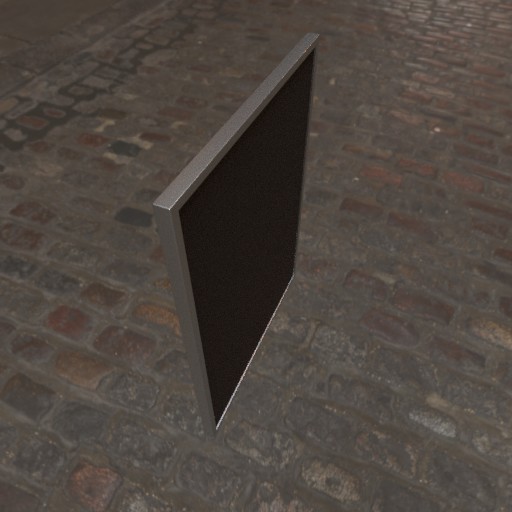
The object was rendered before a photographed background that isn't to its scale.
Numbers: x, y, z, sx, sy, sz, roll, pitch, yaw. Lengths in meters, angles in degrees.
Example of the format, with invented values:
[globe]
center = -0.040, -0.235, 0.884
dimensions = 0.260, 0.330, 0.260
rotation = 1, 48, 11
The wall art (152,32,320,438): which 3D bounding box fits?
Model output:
[wall art]
center = 0.000, 0.000, 1.396
dimensions = 0.037, 1.062, 0.801
rotation = 18, 50, 16
